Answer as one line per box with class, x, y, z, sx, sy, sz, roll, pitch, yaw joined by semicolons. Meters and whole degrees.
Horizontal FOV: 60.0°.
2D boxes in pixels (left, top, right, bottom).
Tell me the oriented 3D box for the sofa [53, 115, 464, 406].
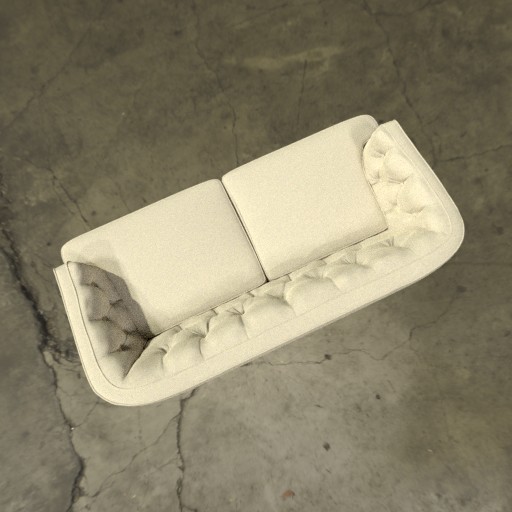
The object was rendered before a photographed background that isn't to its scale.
sofa;0.000;0.000;2.234;1.733;0.855;0.941;-24;79;-5
